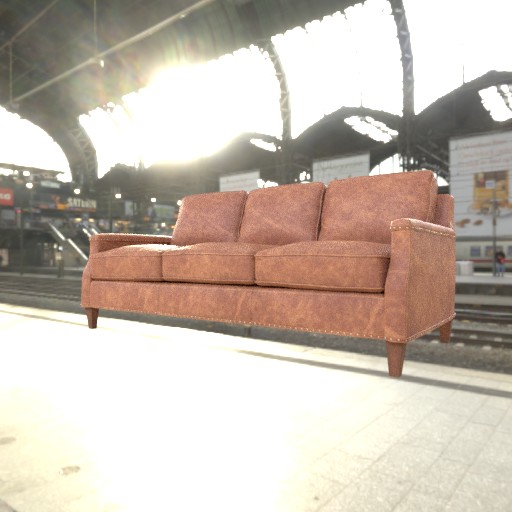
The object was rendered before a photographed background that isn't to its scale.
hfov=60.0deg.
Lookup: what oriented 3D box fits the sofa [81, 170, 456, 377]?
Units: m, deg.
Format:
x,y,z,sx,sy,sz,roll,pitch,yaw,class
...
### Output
x,y,z,sx,sy,sz,roll,pitch,yaw,class
0.000,0.000,2.845,2.246,1.003,1.084,0,0,35,sofa
